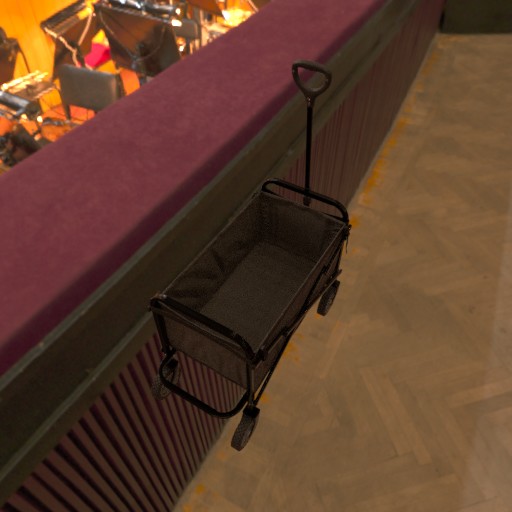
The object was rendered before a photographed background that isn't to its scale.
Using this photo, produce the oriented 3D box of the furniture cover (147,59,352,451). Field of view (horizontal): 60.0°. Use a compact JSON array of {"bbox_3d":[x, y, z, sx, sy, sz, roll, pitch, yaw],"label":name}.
[{"bbox_3d":[0.000,0.000,1.792,0.532,1.295,1.038,24,51,21],"label":"furniture cover"}]
